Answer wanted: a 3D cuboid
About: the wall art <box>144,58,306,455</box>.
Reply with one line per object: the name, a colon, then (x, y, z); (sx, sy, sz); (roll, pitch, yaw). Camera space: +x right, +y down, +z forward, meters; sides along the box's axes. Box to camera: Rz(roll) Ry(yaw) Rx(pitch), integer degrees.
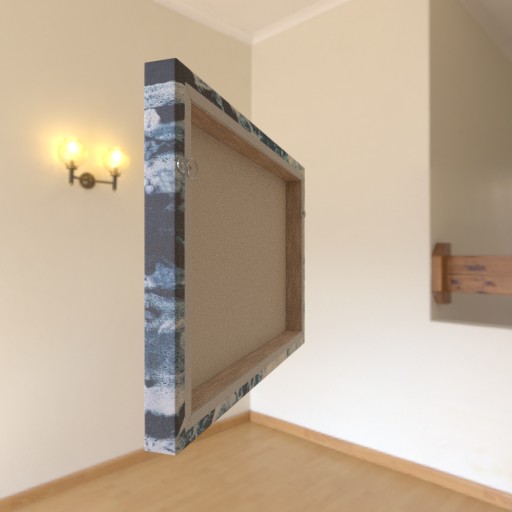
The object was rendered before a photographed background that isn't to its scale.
wall art: (0.000, 0.000, 0.744); (0.043, 0.407, 0.609); (0, 0, 19)
